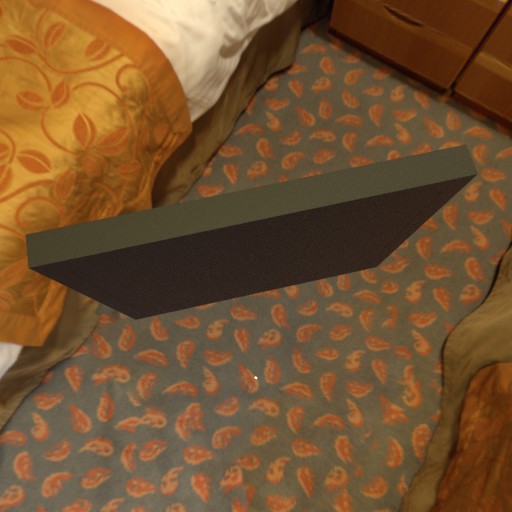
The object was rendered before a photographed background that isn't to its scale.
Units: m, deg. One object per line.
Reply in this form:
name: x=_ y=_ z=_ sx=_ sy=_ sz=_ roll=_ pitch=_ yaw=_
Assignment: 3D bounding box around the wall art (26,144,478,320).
wall art: x=0.000 y=0.000 z=0.530 sx=0.381 sy=0.330 sz=0.029 roll=-12 pitch=75 yaw=-3
